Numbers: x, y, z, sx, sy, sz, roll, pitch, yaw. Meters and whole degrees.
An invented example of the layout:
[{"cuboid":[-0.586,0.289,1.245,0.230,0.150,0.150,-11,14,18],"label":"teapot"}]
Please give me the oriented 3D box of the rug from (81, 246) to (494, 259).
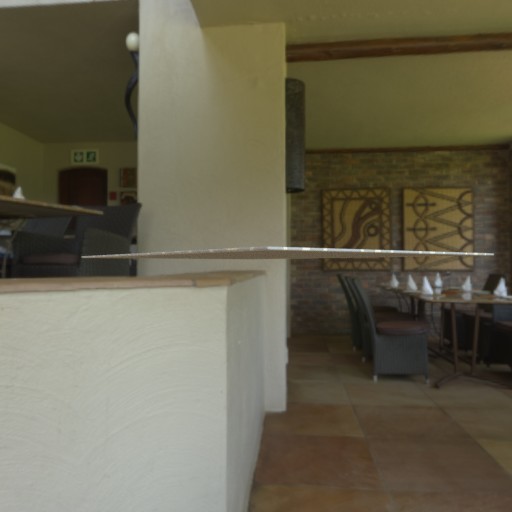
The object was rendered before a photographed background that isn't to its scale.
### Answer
[{"cuboid":[0.000,0.000,2.636,1.451,0.010,2.080,1,-1,-36],"label":"rug"}]
